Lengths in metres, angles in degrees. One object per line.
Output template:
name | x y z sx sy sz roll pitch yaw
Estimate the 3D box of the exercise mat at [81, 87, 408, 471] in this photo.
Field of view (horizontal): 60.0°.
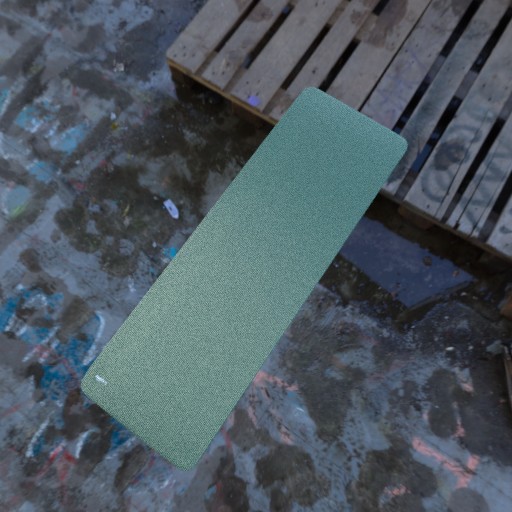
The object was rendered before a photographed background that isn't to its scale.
exercise mat | 0.000 0.000 2.077 0.616 0.021 1.869 34 77 9
